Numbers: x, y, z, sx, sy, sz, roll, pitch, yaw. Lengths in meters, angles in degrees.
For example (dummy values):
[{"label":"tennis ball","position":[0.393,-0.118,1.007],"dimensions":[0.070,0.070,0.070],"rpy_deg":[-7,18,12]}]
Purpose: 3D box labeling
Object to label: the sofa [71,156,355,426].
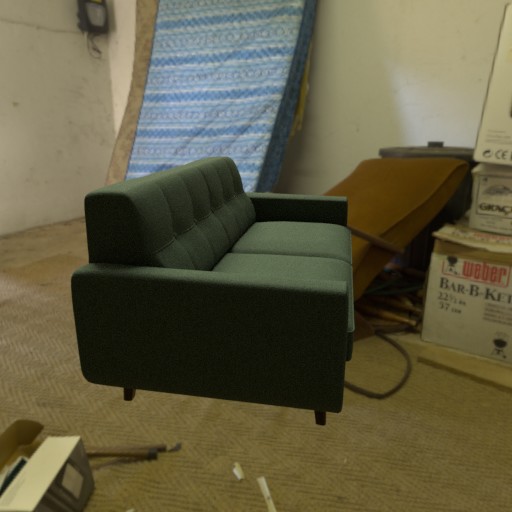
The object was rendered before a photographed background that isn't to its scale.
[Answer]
[{"label":"sofa","position":[0.000,0.000,2.130],"dimensions":[0.909,0.841,1.631],"rpy_deg":[3,18,11]}]
